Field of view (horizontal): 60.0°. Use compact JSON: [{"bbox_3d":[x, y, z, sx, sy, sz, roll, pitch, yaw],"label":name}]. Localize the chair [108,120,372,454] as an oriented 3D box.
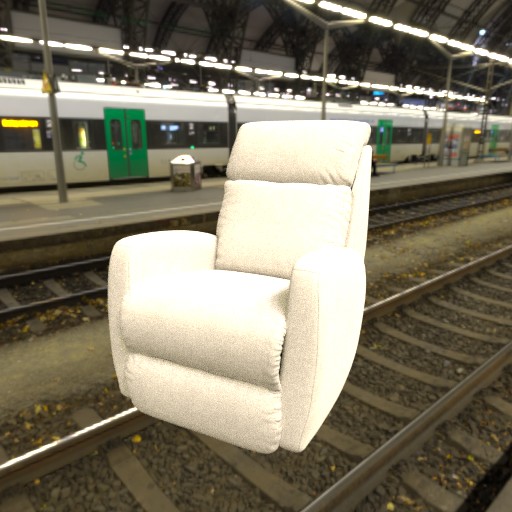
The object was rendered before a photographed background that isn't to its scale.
[{"bbox_3d":[0.000,0.000,1.698,0.812,1.015,0.941,7,17,26],"label":"chair"}]
